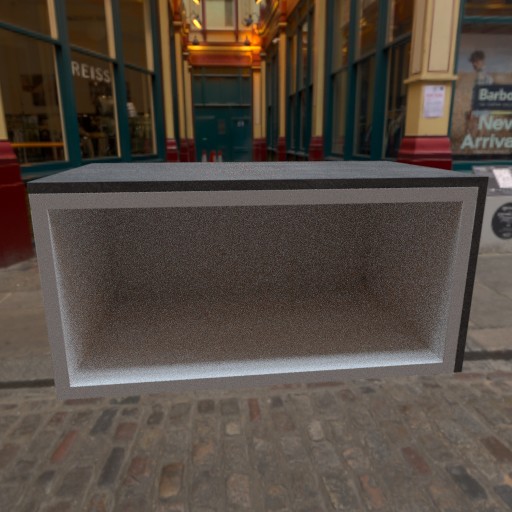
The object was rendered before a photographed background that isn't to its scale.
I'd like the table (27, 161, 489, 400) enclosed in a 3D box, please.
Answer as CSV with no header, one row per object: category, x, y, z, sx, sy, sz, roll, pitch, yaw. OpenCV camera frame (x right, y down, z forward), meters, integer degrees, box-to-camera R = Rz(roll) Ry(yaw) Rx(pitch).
table,0.000,0.000,0.903,0.700,0.350,0.400,-2,16,-7
